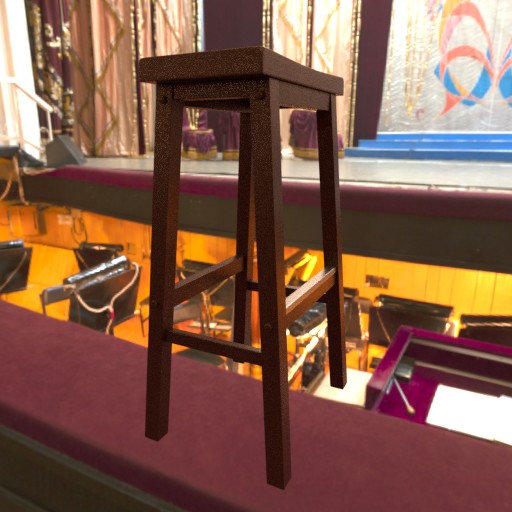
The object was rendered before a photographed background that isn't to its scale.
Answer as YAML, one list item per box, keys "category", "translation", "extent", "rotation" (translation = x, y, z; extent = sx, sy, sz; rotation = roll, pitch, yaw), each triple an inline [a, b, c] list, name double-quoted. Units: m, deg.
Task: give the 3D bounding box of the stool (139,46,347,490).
- category: "stool"
  translation: [0.000, 0.000, 0.948]
  extent: [0.322, 0.742, 0.406]
  rotation: [8, 17, 26]
